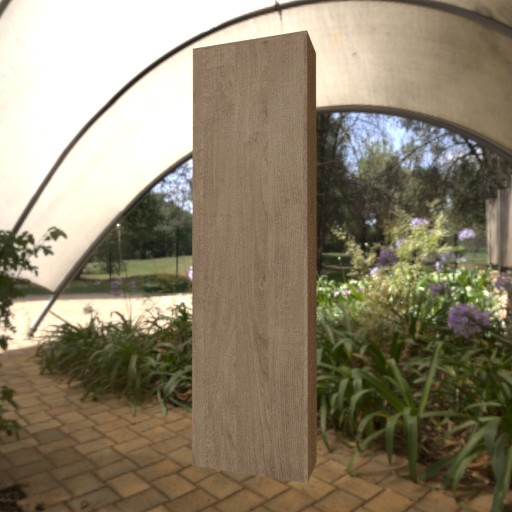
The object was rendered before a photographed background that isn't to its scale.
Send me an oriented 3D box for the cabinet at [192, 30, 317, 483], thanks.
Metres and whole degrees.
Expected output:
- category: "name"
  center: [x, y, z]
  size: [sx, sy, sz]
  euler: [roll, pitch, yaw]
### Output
- category: "cabinet"
  center: [0.000, 0.000, 1.936]
  size: [0.500, 1.790, 0.230]
  euler: [0, -1, 18]
